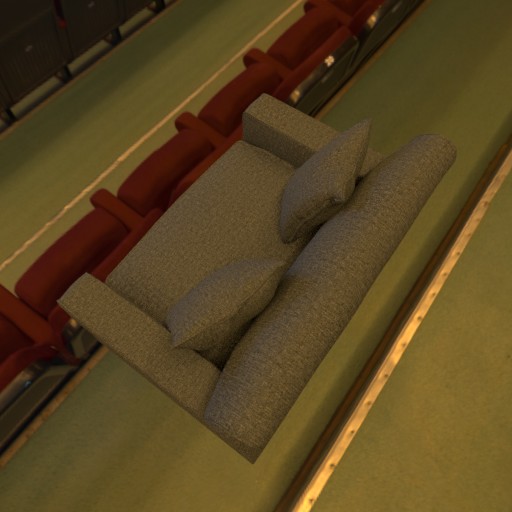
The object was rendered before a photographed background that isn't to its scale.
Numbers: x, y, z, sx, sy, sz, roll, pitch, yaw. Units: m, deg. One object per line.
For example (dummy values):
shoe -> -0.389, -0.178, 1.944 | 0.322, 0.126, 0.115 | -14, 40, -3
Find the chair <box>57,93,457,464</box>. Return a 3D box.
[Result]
chair -> 0.000, 0.000, 1.972 | 1.000, 0.948, 1.383 | 33, 68, 15
